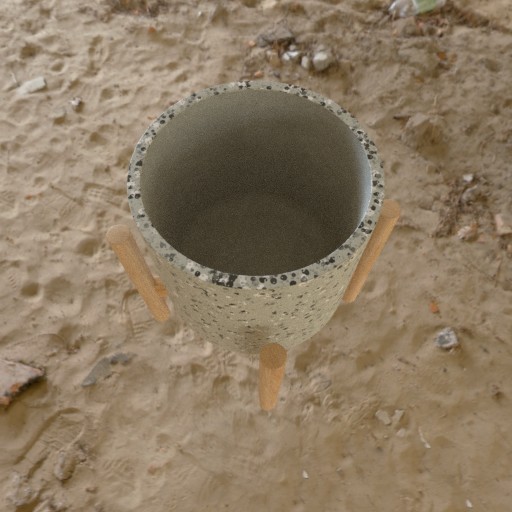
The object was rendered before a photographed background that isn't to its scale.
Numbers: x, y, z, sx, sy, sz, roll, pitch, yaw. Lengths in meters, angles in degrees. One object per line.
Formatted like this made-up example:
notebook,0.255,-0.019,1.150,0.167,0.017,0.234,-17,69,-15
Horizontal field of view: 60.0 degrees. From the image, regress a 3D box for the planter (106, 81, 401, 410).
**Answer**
planter,0.000,0.000,0.526,0.284,0.320,0.284,15,64,7
